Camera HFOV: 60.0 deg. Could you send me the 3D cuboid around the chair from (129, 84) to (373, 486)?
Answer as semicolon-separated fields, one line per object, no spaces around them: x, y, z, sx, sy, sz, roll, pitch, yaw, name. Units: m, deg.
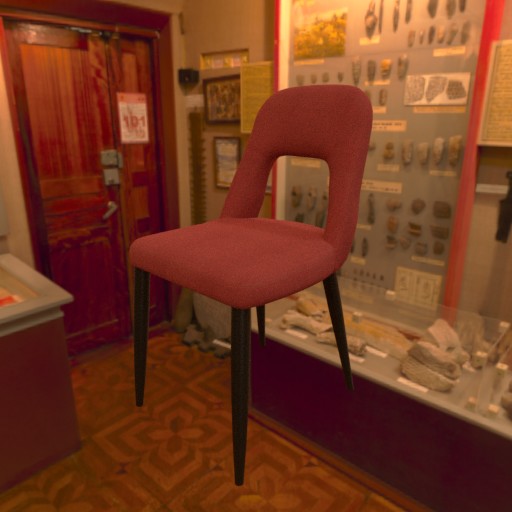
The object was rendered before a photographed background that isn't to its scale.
0.000;0.000;1.208;0.483;0.892;0.569;16;24;41;chair
